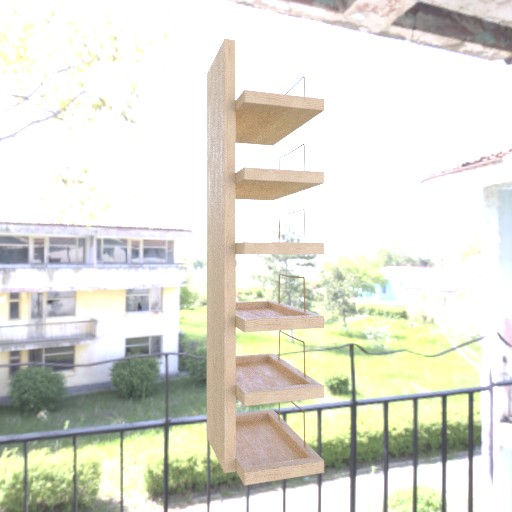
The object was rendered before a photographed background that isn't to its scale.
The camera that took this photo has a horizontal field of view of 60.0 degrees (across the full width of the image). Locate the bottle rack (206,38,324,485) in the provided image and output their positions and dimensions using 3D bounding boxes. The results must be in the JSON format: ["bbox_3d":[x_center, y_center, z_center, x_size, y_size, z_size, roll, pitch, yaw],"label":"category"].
[{"bbox_3d":[0.000,0.000,1.086,0.206,0.943,0.330,0,0,-17],"label":"bottle rack"}]
